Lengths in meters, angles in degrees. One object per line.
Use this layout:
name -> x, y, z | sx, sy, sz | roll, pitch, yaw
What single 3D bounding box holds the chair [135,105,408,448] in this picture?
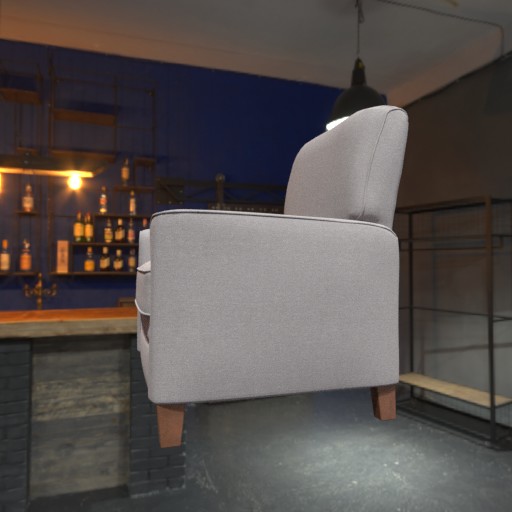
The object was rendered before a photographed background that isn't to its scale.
chair -> 0.000, 0.000, 1.643 | 0.859, 1.023, 0.845 | 0, -1, -17
